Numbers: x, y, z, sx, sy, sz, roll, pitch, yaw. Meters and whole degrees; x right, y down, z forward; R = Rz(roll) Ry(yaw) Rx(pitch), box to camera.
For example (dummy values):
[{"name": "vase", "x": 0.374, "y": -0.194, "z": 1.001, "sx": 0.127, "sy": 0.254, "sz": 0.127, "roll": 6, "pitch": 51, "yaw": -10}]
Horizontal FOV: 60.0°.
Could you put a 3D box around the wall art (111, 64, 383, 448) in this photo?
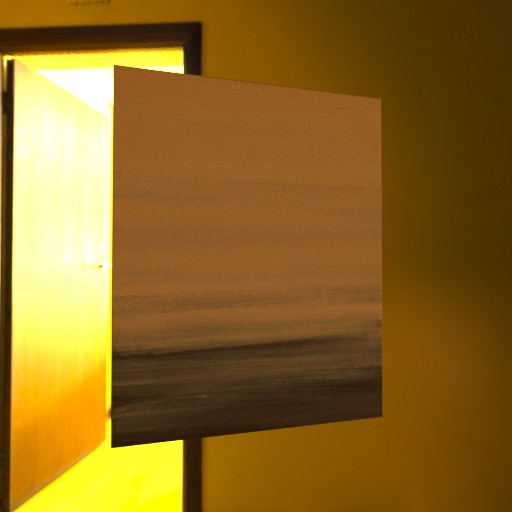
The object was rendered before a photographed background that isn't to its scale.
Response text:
[{"name": "wall art", "x": 0.000, "y": 0.000, "z": 0.793, "sx": 0.489, "sy": 0.608, "sz": 0.040, "roll": 0, "pitch": -1, "yaw": -17}]
